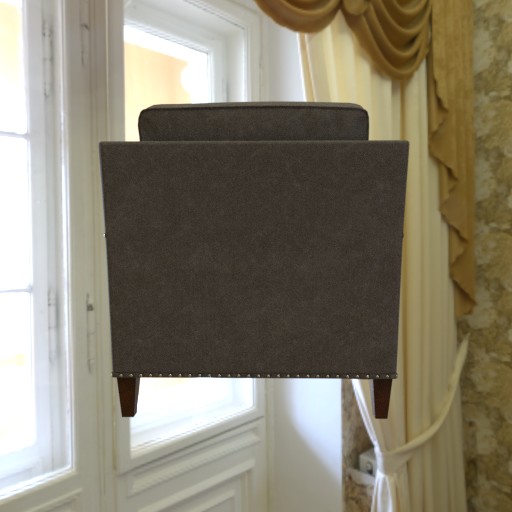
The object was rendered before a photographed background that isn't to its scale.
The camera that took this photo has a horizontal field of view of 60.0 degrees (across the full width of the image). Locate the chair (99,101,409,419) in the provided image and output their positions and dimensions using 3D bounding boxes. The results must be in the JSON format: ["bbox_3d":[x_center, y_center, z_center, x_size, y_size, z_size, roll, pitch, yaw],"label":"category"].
[{"bbox_3d":[0.000,0.000,1.706,0.853,0.948,1.014,0,2,1],"label":"chair"}]
